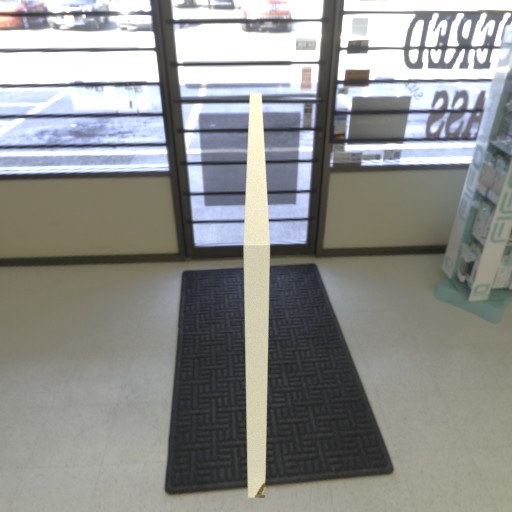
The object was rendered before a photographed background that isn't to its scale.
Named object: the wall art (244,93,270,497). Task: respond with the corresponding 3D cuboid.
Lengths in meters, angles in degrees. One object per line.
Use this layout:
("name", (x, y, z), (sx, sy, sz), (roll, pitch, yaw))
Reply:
("wall art", (0.000, 0.000, 1.124), (0.038, 0.601, 0.898), (0, 32, 0))
